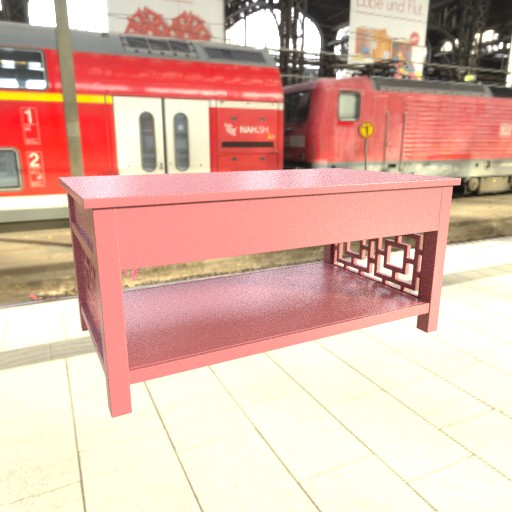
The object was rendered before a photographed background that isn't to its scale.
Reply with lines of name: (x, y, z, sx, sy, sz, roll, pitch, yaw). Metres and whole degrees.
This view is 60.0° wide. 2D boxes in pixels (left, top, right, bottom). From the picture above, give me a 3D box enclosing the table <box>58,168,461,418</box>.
table: (0.000, 0.000, 1.414, 1.068, 0.493, 0.612, -7, 16, -27)
